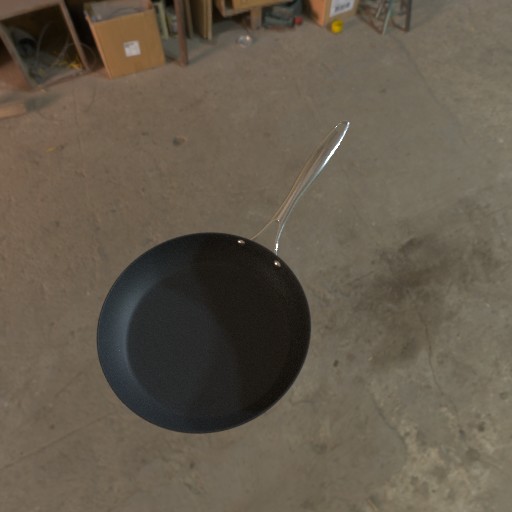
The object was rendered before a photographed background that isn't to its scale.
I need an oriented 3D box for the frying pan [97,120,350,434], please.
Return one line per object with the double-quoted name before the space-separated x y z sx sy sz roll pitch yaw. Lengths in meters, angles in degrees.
"frying pan" 0.000 0.000 0.576 0.255 0.105 0.472 31 64 17
